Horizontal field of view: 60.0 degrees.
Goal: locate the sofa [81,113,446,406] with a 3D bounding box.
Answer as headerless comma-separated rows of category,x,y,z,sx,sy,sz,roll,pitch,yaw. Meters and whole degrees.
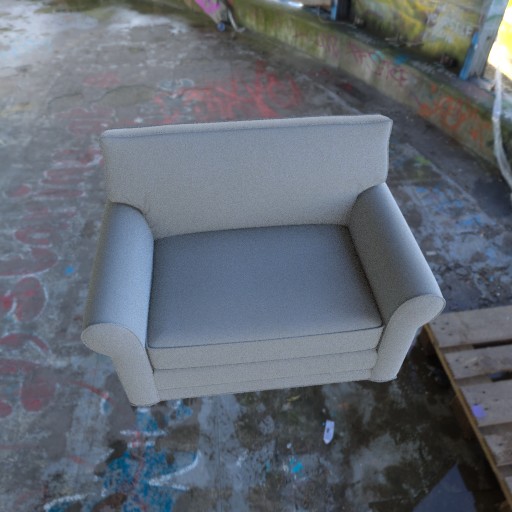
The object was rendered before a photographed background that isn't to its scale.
sofa,0.000,0.000,2.065,1.405,1.006,0.937,-5,46,-4
